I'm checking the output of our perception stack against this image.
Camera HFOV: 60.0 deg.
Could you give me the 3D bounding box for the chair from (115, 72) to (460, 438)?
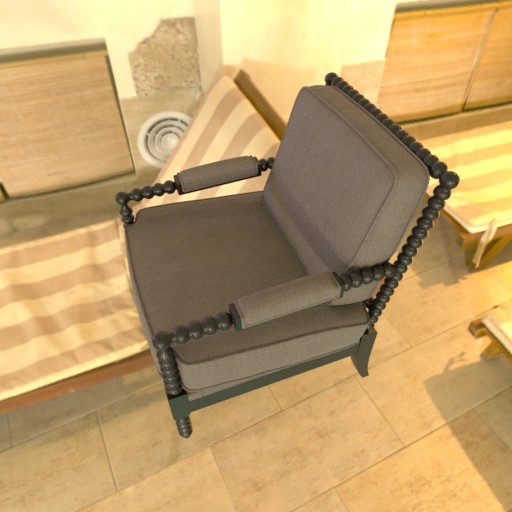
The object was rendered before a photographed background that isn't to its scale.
[{"bbox_3d":[0.000,0.000,1.113,0.622,0.661,0.540,-15,47,-15],"label":"chair"}]
